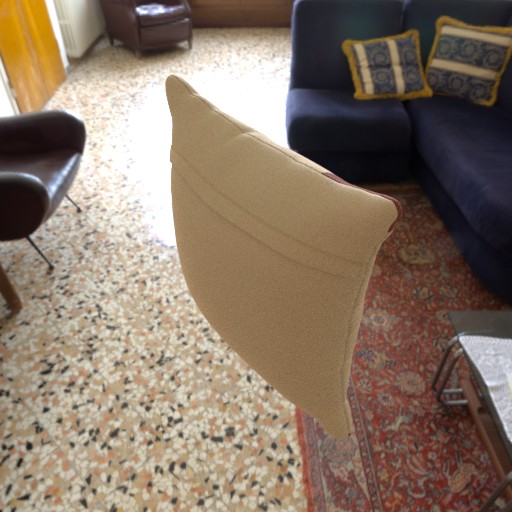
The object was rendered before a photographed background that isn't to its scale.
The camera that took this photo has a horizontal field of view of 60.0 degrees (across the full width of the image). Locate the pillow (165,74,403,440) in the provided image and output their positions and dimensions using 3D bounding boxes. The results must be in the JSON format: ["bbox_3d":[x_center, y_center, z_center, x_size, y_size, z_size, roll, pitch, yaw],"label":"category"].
[{"bbox_3d":[0.000,0.000,0.790,0.229,0.506,0.536,-26,47,-28],"label":"pillow"}]
